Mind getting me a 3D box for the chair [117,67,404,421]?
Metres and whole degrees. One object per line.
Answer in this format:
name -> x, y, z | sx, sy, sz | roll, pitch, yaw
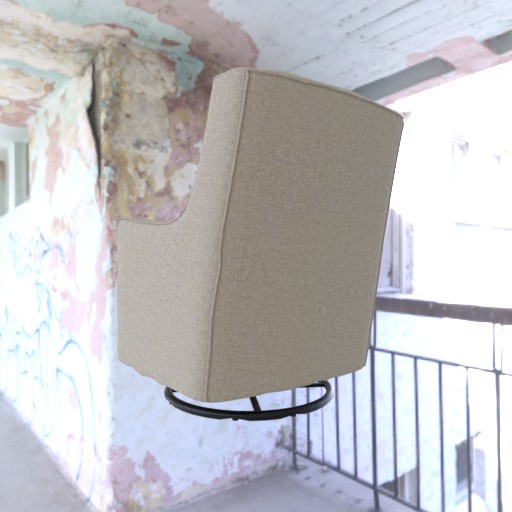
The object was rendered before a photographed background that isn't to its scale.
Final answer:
chair -> 0.000, 0.000, 1.594 | 0.732, 0.993, 0.879 | 0, 0, -37
